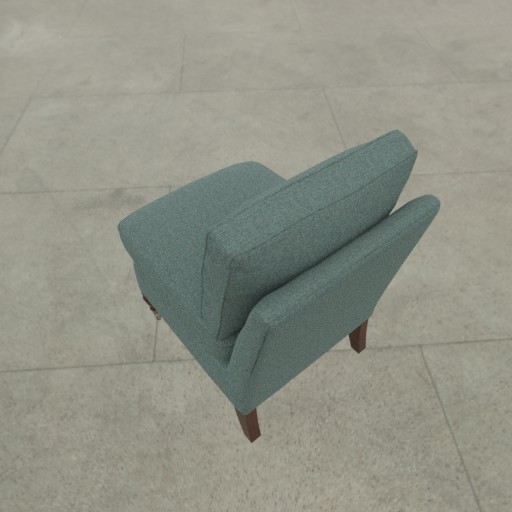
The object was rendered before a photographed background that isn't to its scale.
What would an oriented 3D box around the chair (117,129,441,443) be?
[{"bbox_3d":[0.000,0.000,1.439,0.624,0.901,0.796,-31,54,-26],"label":"chair"}]
